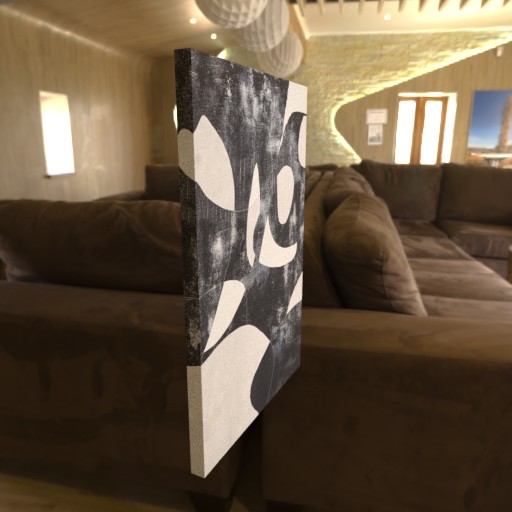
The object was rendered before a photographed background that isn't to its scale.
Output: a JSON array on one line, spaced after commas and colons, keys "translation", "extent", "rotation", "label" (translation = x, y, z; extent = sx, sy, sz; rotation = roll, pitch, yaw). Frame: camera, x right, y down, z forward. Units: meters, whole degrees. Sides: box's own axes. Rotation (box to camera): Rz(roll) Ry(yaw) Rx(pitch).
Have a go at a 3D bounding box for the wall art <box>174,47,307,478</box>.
[{"translation": [0.000, 0.000, 1.184], "extent": [0.041, 0.915, 0.610], "rotation": [7, 15, 26], "label": "wall art"}]
